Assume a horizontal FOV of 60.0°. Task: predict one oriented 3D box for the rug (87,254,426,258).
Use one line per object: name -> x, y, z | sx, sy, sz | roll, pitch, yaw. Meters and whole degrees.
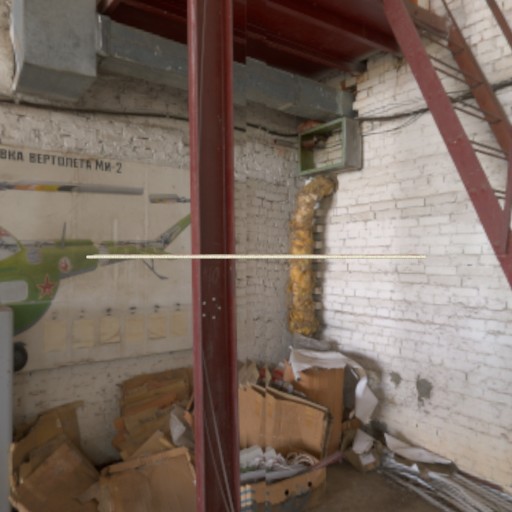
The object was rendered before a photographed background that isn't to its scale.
rug -> 0.000, 0.000, 1.393 | 0.604, 0.007, 1.219 | 0, 0, 0
